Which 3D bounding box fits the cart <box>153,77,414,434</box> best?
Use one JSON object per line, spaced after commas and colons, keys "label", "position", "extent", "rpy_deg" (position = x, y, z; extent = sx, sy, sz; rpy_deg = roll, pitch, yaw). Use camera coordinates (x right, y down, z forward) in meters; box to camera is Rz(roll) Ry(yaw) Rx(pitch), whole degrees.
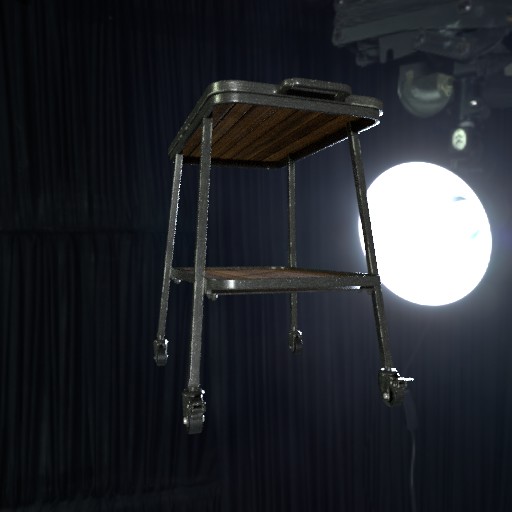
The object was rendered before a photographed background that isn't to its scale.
{"label": "cart", "position": [0.000, 0.000, 1.248], "extent": [0.515, 0.700, 0.806], "rpy_deg": [0, 1, -19]}
